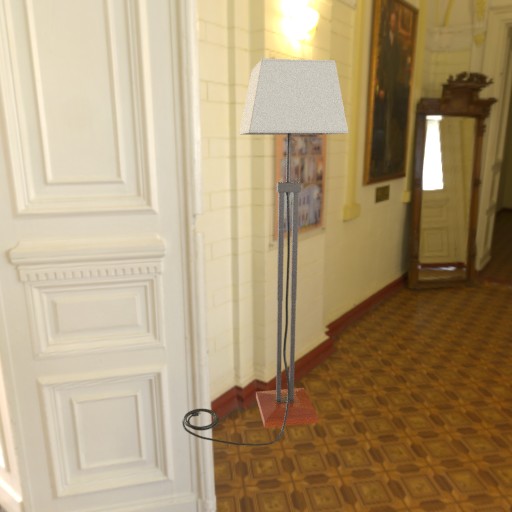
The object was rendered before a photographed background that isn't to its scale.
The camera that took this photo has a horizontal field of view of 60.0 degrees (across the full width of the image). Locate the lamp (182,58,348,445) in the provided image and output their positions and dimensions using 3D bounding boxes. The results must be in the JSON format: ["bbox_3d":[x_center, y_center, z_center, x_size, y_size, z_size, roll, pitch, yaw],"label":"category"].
[{"bbox_3d":[0.000,0.000,2.056,0.745,1.712,0.472,-2,14,-8],"label":"lamp"}]
